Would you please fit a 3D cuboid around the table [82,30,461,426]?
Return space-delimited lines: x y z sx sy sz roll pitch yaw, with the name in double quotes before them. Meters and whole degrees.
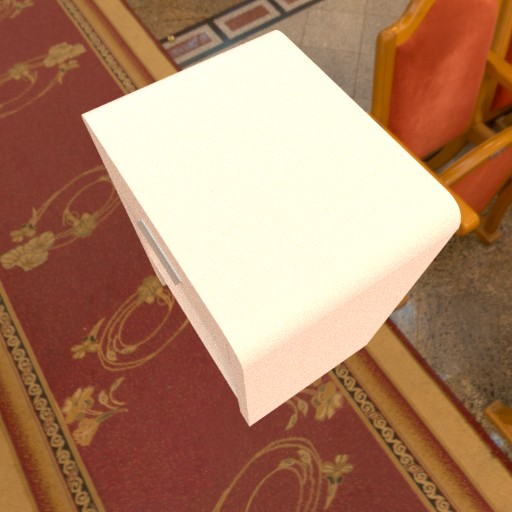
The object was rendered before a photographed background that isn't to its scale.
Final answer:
"table" 0.000 0.000 0.861 0.350 0.590 0.450 -30 67 -15
